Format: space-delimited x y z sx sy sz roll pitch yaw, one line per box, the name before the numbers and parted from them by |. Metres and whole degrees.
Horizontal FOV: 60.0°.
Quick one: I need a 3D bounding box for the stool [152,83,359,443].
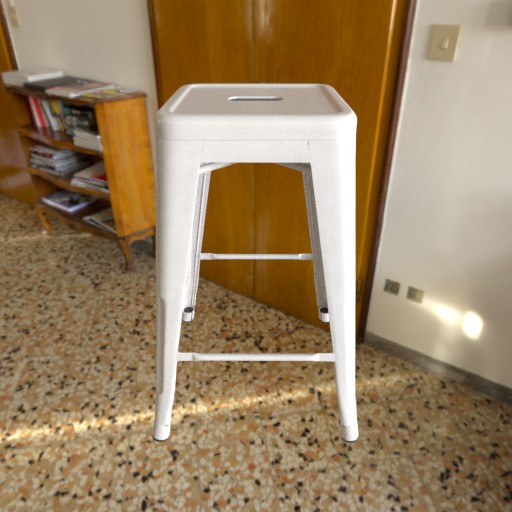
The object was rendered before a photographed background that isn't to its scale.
stool | 0.000 0.000 0.887 0.406 0.610 0.406 0 30 0
